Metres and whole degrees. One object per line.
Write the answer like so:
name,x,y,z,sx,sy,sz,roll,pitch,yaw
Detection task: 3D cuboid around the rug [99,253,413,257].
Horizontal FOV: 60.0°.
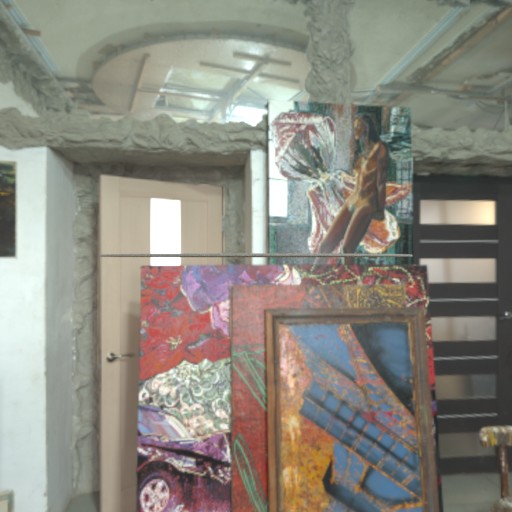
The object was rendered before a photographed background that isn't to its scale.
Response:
rug,0.000,0.000,3.572,2.382,0.014,2.382,0,0,0
